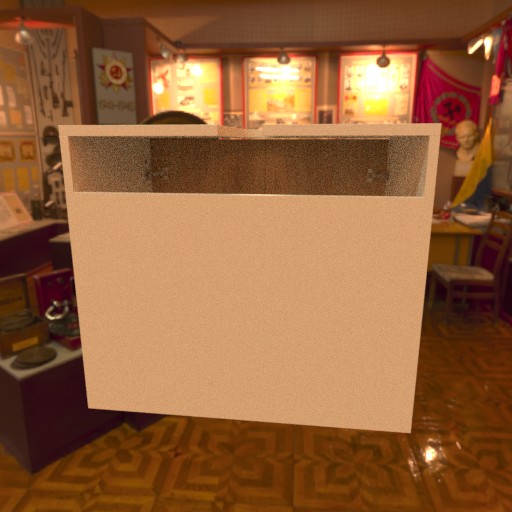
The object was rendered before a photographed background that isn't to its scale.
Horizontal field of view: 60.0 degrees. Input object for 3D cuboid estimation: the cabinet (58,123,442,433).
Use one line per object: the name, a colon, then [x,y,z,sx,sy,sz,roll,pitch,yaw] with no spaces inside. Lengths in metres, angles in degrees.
cabinet: [0.000,0.000,0.943,0.600,0.522,0.400,2,15,7]
